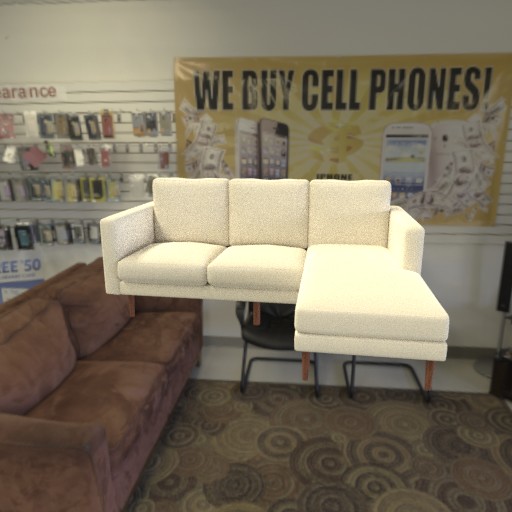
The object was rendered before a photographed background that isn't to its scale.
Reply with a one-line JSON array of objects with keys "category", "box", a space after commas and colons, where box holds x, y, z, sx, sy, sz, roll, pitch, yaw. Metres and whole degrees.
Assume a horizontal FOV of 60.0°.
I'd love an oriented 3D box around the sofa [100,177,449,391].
[{"category": "sofa", "box": [0.000, 0.000, 2.877, 2.029, 0.899, 1.580, 2, 14, 9]}]
